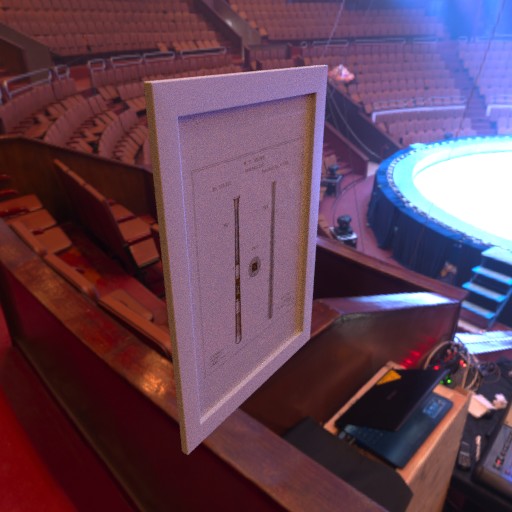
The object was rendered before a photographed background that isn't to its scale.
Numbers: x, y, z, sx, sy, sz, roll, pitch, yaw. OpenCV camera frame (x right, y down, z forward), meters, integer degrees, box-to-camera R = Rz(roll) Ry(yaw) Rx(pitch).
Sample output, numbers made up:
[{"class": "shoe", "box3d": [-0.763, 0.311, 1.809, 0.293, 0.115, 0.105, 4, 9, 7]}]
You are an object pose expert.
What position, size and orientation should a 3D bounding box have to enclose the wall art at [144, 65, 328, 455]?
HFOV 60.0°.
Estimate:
[{"class": "wall art", "box3d": [0.000, 0.000, 0.626, 0.011, 0.482, 0.329, 18, 32, 33]}]
